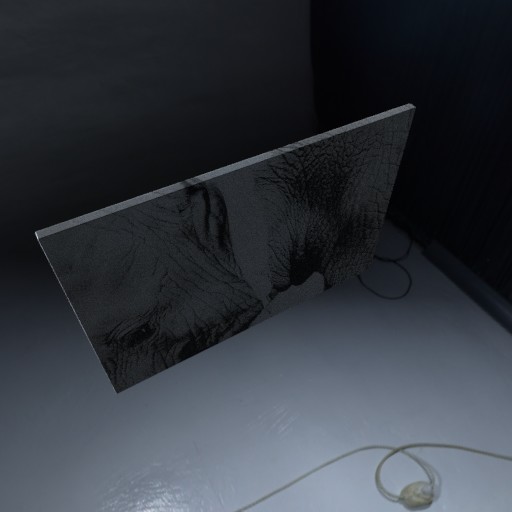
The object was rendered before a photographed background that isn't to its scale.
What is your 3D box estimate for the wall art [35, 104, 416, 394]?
[{"bbox_3d":[0.000,0.000,1.174,0.914,0.607,0.023,-23,51,-20],"label":"wall art"}]
